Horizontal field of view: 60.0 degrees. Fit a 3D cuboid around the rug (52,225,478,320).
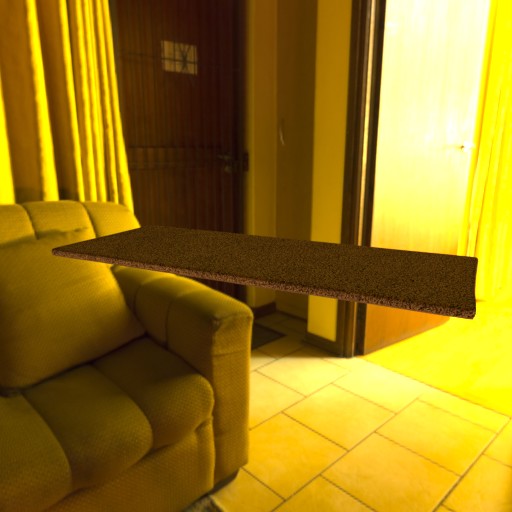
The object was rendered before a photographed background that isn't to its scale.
[{"bbox_3d":[0.000,0.000,1.694,1.524,0.030,0.609,7,16,26],"label":"rug"}]
